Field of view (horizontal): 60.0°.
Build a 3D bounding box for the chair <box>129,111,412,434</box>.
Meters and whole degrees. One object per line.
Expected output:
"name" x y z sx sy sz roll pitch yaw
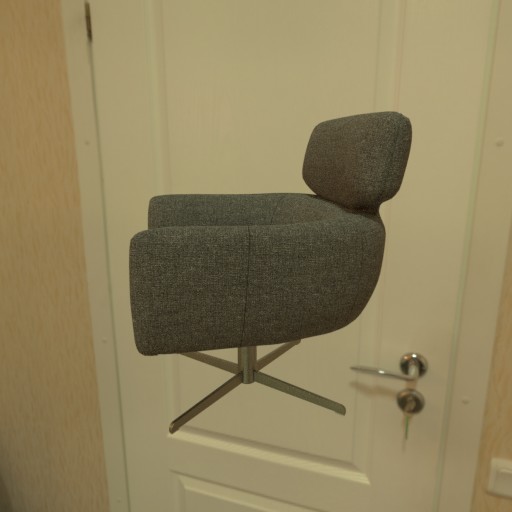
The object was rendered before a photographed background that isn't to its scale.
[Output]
"chair" 0.000 0.000 1.319 0.715 0.812 0.706 -2 15 -9
